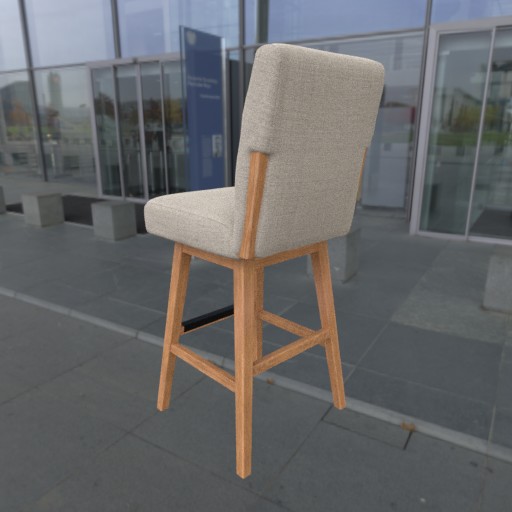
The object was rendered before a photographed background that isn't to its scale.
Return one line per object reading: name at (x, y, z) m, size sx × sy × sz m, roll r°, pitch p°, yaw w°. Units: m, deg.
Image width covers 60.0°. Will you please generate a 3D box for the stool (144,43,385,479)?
stool at (0.000, 0.000, 1.371) m, size 0.483 × 1.106 × 0.569 m, roll -15°, pitch 22°, yaw -41°
